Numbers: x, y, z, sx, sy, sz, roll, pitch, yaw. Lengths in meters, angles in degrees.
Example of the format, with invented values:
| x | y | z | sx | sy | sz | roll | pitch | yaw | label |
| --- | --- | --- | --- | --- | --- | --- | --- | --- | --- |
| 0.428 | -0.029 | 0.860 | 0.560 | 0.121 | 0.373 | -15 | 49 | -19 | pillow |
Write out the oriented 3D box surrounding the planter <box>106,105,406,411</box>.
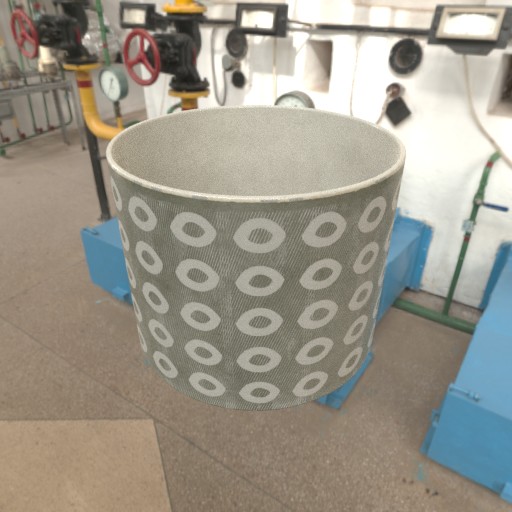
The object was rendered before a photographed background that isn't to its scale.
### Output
| x | y | z | sx | sy | sz | roll | pitch | yaw | label |
| --- | --- | --- | --- | --- | --- | --- | --- | --- | --- |
| 0.000 | 0.000 | 0.339 | 0.190 | 0.181 | 0.190 | 0 | 32 | 0 | planter |
